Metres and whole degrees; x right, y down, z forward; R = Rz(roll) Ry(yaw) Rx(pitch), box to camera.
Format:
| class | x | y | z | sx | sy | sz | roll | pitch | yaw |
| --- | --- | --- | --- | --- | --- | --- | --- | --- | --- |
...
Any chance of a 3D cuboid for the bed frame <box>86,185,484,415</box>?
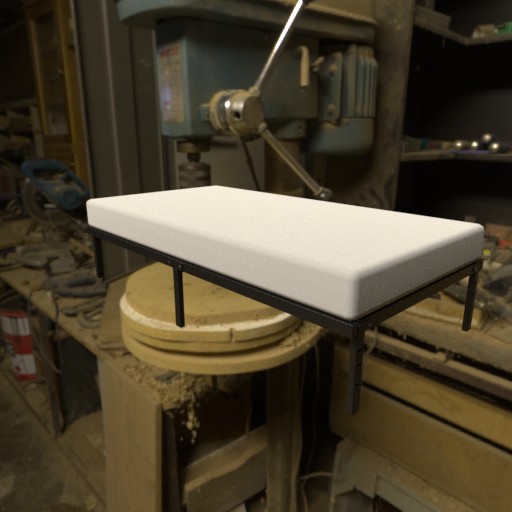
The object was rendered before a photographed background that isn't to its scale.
| class | x | y | z | sx | sy | sz | roll | pitch | yaw |
| --- | --- | --- | --- | --- | --- | --- | --- | --- | --- |
| bed frame | 0.000 | 0.000 | 3.225 | 1.393 | 0.680 | 2.635 | -15 | 22 | -41 |
